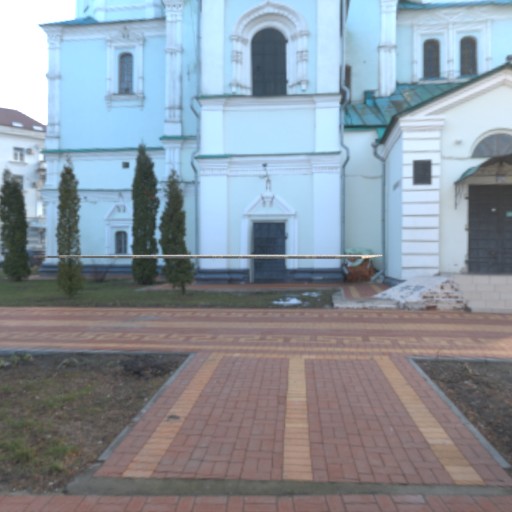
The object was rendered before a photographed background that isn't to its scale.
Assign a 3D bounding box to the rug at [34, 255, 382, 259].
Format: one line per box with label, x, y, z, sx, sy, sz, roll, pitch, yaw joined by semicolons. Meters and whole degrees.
rug;0.000;0.000;2.769;1.451;0.010;2.080;0;0;18
